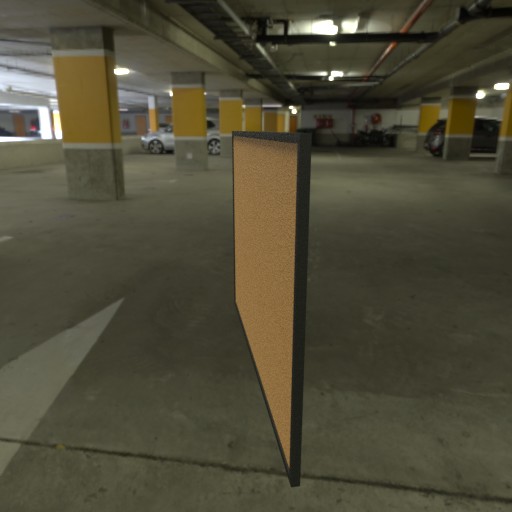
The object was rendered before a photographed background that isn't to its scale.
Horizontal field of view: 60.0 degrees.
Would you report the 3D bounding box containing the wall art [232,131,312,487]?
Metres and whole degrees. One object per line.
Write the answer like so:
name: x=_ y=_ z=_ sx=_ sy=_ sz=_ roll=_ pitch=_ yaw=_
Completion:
wall art: x=0.000 y=0.000 z=0.848 sx=0.013 sy=0.458 sz=0.664 roll=-3 pitch=16 yaw=-9
